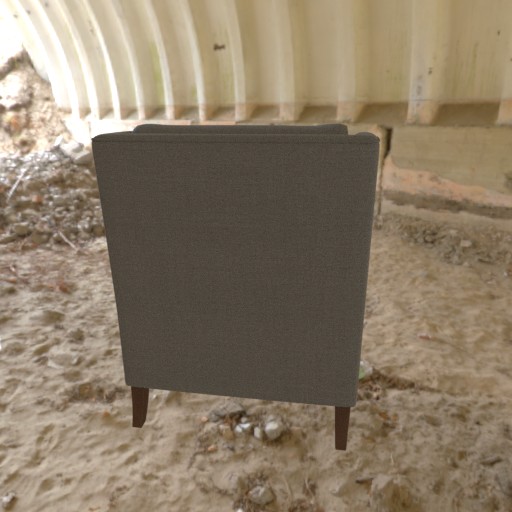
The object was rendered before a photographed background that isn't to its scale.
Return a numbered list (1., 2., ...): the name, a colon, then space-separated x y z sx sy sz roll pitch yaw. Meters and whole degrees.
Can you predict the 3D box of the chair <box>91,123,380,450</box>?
1. chair: 0.000 0.000 1.830 0.866 1.056 1.040 3 17 9
